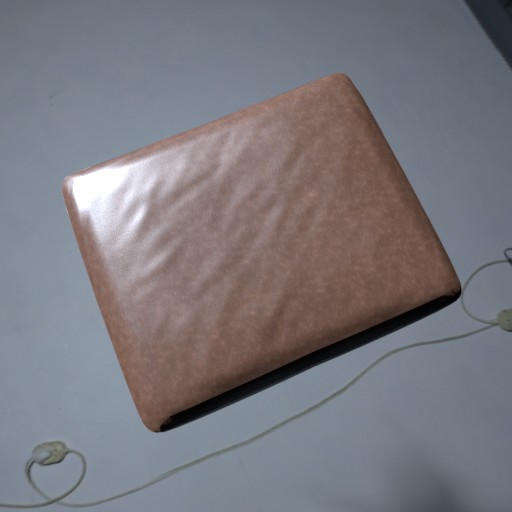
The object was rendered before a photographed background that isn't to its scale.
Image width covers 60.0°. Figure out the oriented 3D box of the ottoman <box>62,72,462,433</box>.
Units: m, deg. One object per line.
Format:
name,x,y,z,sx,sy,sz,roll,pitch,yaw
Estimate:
ottoman,0.000,0.000,1.125,0.751,0.476,0.603,-23,78,-5
